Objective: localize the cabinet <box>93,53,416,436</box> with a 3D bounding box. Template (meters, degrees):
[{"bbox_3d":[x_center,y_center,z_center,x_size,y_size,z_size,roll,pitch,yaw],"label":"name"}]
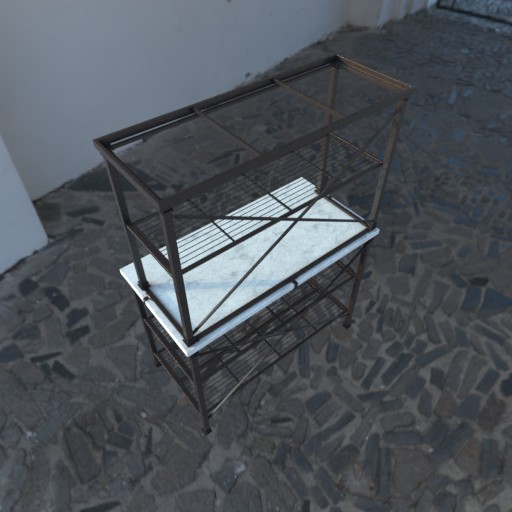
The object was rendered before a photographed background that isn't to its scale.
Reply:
[{"bbox_3d":[0.000,0.000,2.284,1.210,1.659,0.610,-30,53,-26],"label":"cabinet"}]
